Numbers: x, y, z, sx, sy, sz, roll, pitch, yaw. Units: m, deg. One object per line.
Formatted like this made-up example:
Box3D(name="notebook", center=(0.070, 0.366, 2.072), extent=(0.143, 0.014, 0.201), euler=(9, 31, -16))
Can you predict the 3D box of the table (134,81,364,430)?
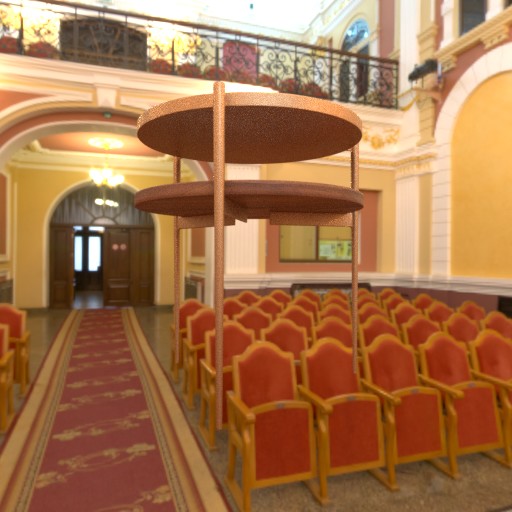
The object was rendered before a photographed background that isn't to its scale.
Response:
Box3D(name="table", center=(0.000, 0.000, 0.863), extent=(0.456, 0.493, 0.430), euler=(0, 0, -19))
